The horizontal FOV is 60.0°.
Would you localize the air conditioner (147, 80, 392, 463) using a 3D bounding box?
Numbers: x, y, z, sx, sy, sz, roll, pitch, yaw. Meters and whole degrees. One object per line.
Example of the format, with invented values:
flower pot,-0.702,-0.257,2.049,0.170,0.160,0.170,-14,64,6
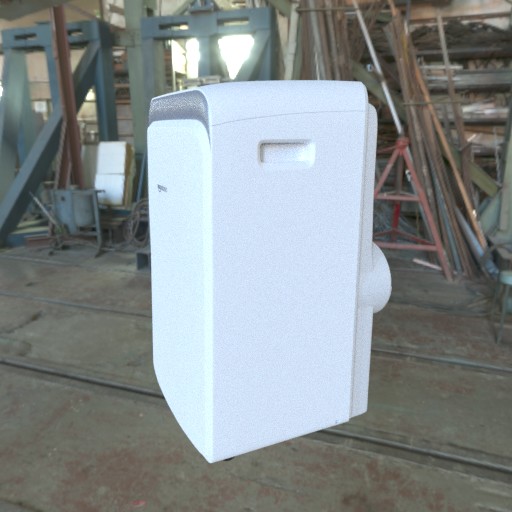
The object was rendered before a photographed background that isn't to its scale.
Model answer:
air conditioner,0.000,0.000,1.058,0.467,0.765,0.478,-8,18,-25
